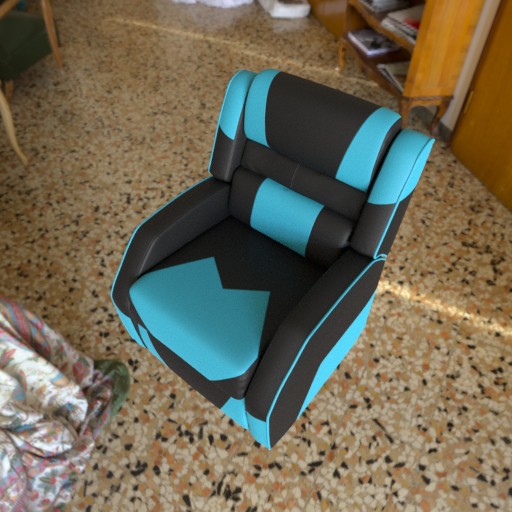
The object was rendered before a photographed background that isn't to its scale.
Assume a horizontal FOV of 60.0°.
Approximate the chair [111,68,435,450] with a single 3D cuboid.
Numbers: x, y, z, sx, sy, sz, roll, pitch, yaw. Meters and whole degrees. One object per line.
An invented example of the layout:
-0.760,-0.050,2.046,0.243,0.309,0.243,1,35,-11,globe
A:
0.000,0.000,1.309,0.620,0.805,0.672,31,54,25,chair
